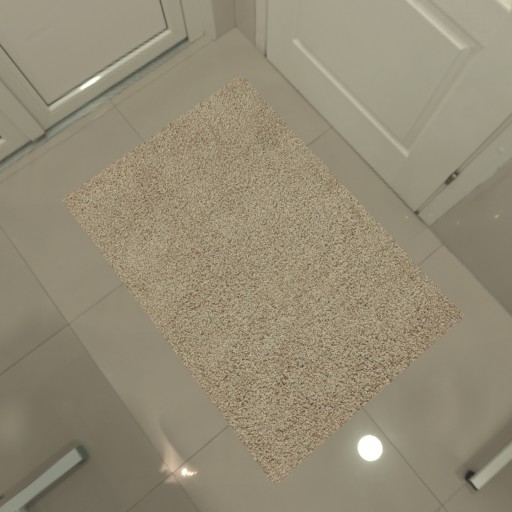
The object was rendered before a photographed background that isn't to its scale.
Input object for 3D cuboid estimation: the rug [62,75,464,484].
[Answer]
[{"bbox_3d":[0.000,0.000,2.273,1.219,0.030,1.778,-38,79,-9],"label":"rug"}]
